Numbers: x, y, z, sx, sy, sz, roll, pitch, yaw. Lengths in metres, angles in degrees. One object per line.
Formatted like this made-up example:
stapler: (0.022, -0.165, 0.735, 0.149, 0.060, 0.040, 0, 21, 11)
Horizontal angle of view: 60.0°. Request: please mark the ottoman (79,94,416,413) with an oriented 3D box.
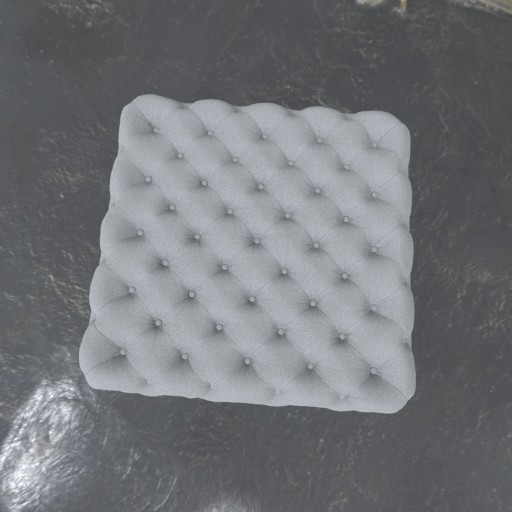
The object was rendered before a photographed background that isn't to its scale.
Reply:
ottoman: (0.000, 0.000, 1.199, 0.764, 0.365, 0.758, 4, 75, 1)
